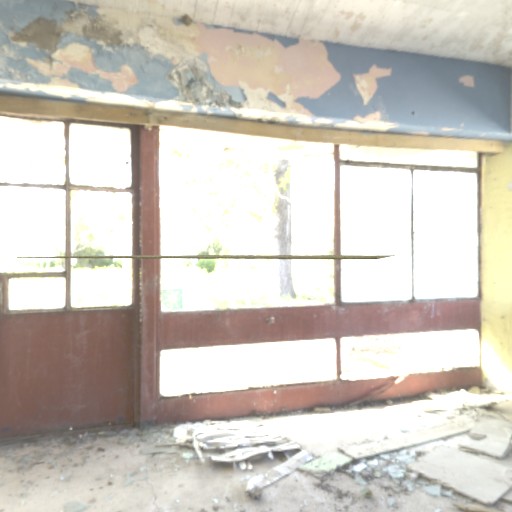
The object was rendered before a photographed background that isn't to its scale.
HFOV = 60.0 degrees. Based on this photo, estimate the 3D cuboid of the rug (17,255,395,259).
[{"bbox_3d":[0.000,0.000,4.214,2.437,0.014,3.201,0,0,19],"label":"rug"}]
